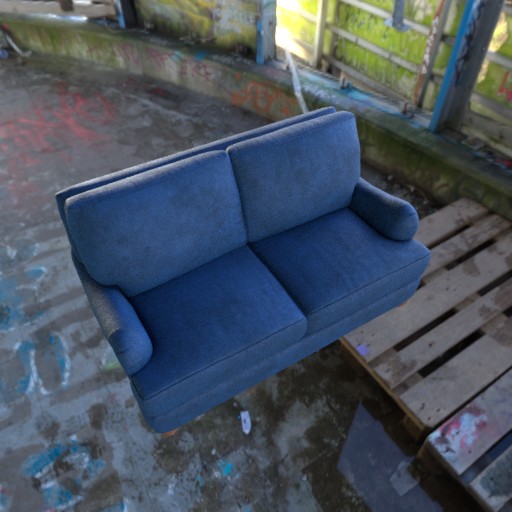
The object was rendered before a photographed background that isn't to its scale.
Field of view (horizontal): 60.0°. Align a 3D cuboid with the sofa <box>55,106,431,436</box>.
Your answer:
[{"bbox_3d":[0.000,0.000,2.565,1.853,1.101,1.084,-23,50,-21],"label":"sofa"}]
